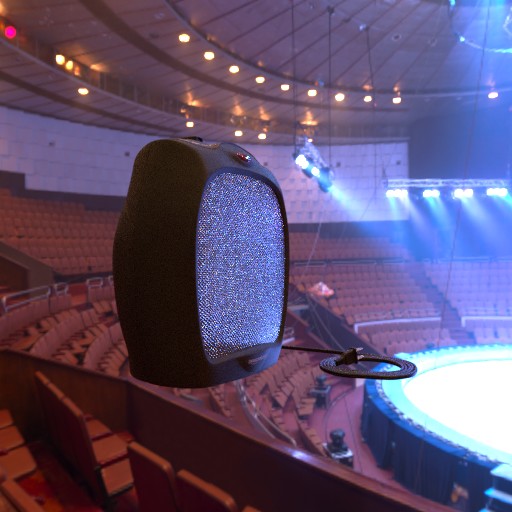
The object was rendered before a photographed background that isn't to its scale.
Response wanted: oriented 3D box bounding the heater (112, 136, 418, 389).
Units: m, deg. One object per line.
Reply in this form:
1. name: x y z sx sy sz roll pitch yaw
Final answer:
1. heater: 0.000 0.000 0.467 0.291 0.240 0.239 0 0 35
